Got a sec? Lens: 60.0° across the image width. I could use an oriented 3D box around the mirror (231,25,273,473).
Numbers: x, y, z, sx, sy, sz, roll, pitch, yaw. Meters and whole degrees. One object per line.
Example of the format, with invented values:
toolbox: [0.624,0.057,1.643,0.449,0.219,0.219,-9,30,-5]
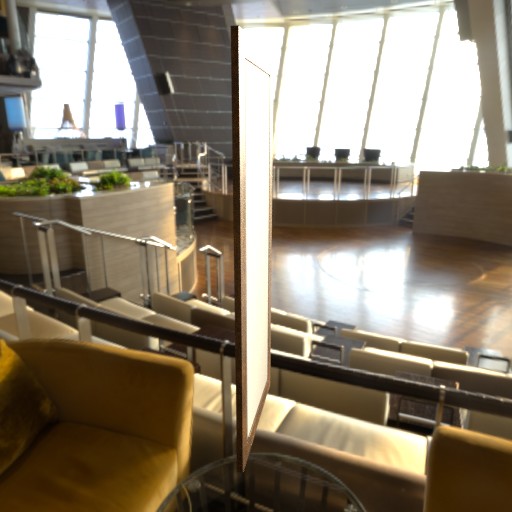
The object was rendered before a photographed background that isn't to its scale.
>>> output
mirror: [0.000,0.000,2.331,0.032,2.031,0.812,3,16,11]
